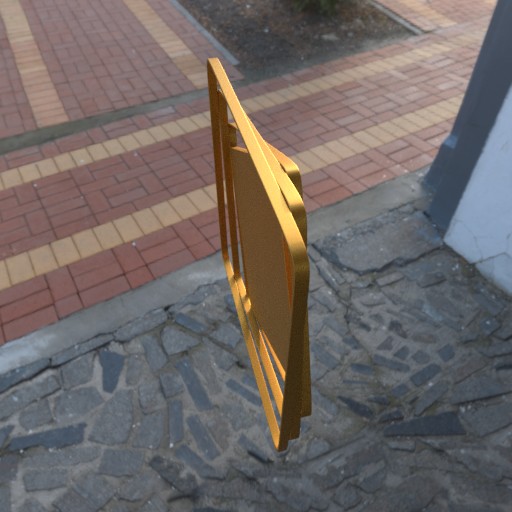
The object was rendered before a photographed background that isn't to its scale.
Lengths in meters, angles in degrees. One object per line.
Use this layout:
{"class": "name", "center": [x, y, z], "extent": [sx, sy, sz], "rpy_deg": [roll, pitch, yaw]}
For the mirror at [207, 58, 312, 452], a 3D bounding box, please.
{"class": "mirror", "center": [0.000, 0.000, 0.706], "extent": [0.045, 0.468, 0.470], "rpy_deg": [-10, 47, -10]}
